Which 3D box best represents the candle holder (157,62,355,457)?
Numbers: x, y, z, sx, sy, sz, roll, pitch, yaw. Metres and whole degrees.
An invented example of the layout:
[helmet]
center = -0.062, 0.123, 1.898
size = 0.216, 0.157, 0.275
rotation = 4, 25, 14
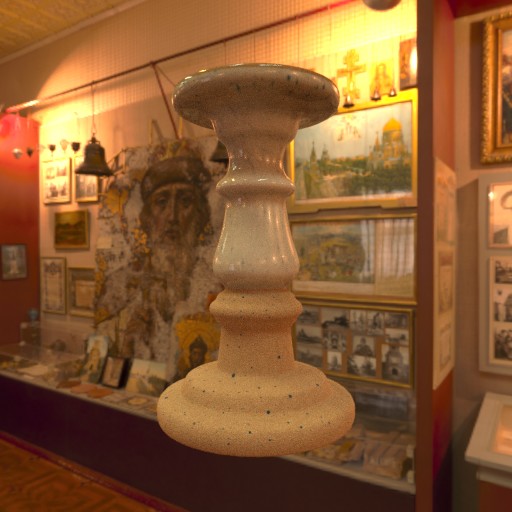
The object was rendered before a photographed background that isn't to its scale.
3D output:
[candle holder]
center = 0.000, 0.000, 0.280
size = 0.123, 0.202, 0.123
rotation = 0, 1, 0
